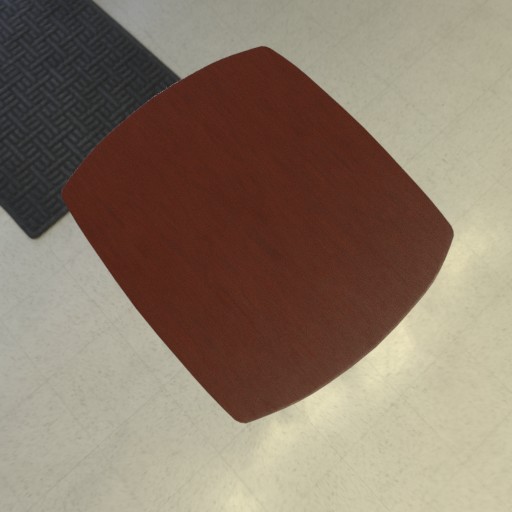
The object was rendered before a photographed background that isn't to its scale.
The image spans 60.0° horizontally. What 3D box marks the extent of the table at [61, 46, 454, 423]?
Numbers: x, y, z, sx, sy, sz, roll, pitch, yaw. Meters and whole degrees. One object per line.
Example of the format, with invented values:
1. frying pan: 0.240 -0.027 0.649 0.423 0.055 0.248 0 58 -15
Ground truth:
1. table: 0.000 0.000 0.884 0.433 0.496 0.502 -39 79 -9
